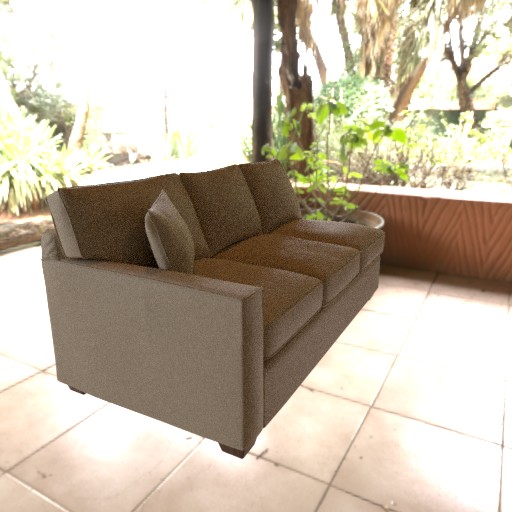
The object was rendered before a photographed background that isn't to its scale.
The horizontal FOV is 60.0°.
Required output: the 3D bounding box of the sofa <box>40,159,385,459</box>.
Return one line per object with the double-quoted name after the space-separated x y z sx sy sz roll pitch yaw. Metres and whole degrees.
0.000 0.000 2.492 1.034 0.946 1.962 8 18 27 "sofa"
